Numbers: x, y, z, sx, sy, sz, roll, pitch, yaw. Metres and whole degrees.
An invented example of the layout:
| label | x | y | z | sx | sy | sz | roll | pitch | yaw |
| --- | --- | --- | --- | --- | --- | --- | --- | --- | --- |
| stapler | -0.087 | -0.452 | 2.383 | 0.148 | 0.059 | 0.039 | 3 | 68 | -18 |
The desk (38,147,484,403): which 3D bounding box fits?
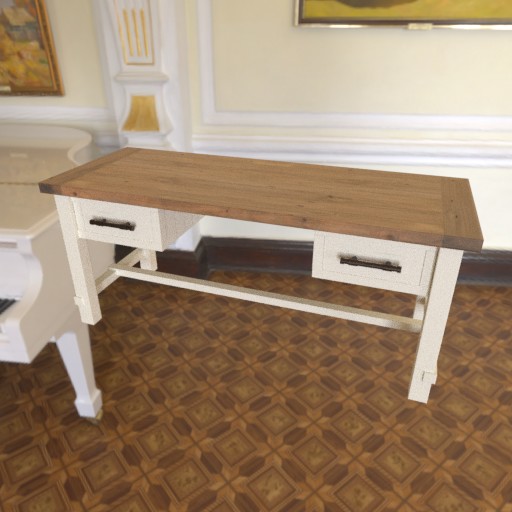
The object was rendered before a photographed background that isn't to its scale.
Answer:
| label | x | y | z | sx | sy | sz | roll | pitch | yaw |
| --- | --- | --- | --- | --- | --- | --- | --- | --- | --- |
| desk | 0.000 | 0.000 | 2.163 | 1.803 | 0.762 | 0.688 | 9 | 29 | 17 |
